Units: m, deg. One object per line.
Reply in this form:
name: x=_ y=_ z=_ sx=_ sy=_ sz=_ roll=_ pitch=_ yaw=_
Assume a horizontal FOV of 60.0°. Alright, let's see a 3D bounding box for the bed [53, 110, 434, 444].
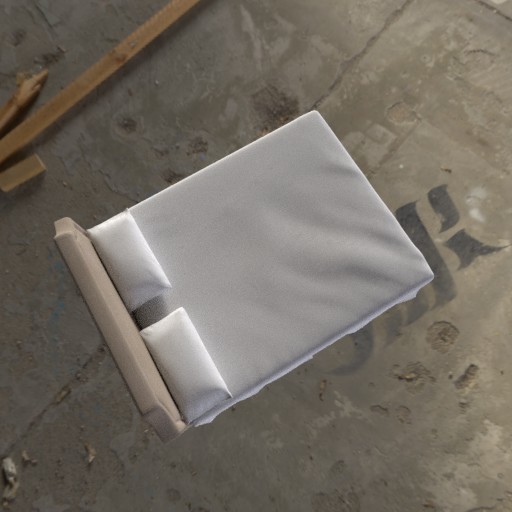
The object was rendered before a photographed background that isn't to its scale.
bed: x=0.000 y=0.000 z=3.703 sx=2.498 sy=1.293 sz=1.977 roll=-30 pitch=77 yaw=-7
